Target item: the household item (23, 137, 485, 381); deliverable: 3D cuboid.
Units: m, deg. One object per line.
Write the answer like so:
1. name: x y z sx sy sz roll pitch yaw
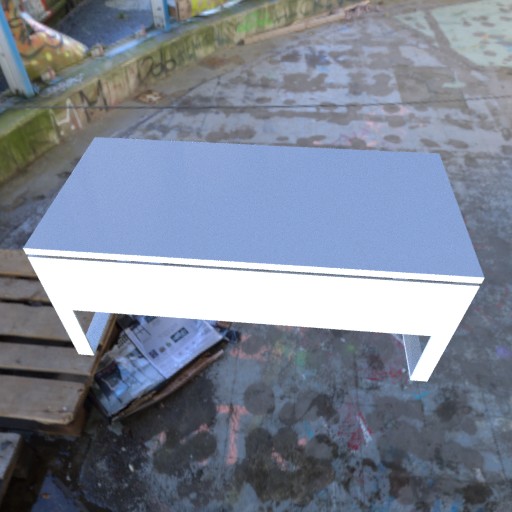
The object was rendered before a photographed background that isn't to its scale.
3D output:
1. household item: 0.000 0.000 2.170 1.700 0.745 0.800 4 46 4
